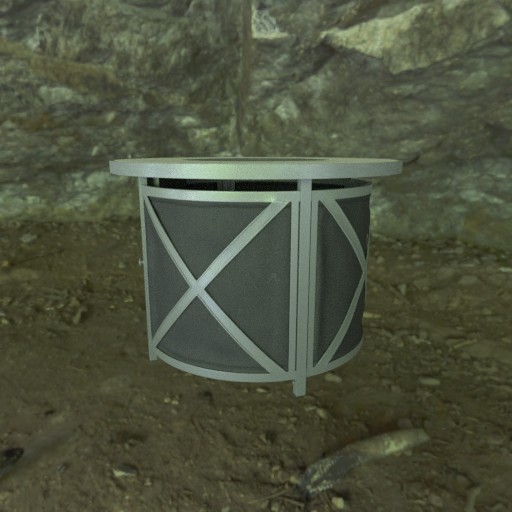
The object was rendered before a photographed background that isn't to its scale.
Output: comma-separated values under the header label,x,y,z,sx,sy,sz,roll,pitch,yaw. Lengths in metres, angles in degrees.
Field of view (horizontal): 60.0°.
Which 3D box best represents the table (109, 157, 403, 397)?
label,x,y,z,sx,sy,sz,roll,pitch,yaw
table,0.000,0.000,1.526,0.914,0.650,0.914,0,14,0
